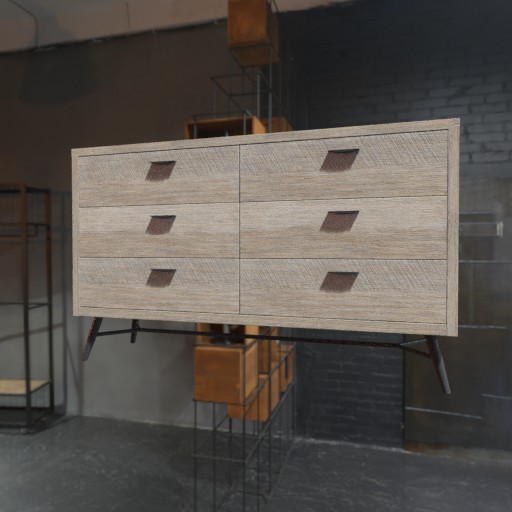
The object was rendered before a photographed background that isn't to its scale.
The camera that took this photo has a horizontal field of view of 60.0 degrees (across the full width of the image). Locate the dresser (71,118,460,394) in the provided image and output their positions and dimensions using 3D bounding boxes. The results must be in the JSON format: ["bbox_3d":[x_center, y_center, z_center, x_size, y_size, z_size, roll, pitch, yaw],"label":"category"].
[{"bbox_3d":[0.000,0.000,1.882,1.524,0.914,0.457,0,1,17],"label":"dresser"}]
